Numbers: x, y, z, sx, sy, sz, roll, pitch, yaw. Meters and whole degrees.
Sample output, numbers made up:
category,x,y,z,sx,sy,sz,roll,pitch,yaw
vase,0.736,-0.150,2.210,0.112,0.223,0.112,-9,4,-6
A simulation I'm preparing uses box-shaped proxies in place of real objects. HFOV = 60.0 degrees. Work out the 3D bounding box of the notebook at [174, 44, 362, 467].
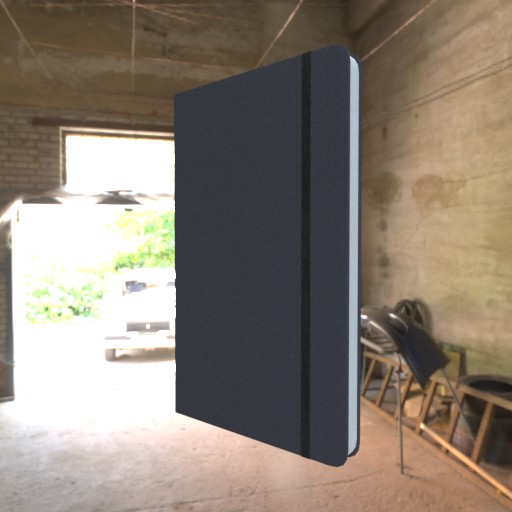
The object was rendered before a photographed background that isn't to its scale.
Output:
category,x,y,z,sx,sy,sz,roll,pitch,yaw
notebook,0.000,0.000,0.262,0.127,0.213,0.016,1,2,38
